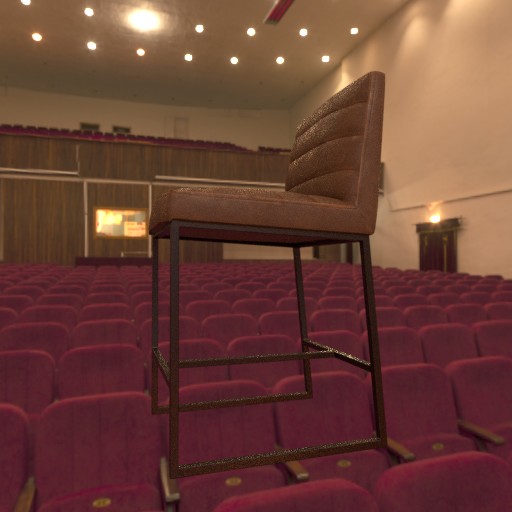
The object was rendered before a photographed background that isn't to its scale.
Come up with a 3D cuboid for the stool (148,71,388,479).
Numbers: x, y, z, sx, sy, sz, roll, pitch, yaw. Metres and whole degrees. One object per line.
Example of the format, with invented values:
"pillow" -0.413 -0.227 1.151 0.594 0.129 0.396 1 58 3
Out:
"stool" 0.000 0.000 1.221 0.562 0.942 0.463 0 -1 -18
